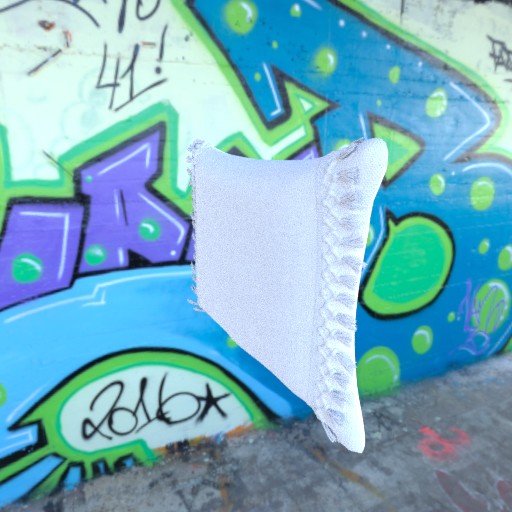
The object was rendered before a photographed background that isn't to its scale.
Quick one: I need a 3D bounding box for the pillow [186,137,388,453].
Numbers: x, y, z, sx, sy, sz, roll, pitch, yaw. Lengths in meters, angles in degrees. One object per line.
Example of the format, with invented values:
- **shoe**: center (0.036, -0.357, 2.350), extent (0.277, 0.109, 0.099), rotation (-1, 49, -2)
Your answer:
- **pillow**: center (0.000, 0.000, 0.589), extent (0.084, 0.305, 0.466), rotation (-7, 17, -25)
